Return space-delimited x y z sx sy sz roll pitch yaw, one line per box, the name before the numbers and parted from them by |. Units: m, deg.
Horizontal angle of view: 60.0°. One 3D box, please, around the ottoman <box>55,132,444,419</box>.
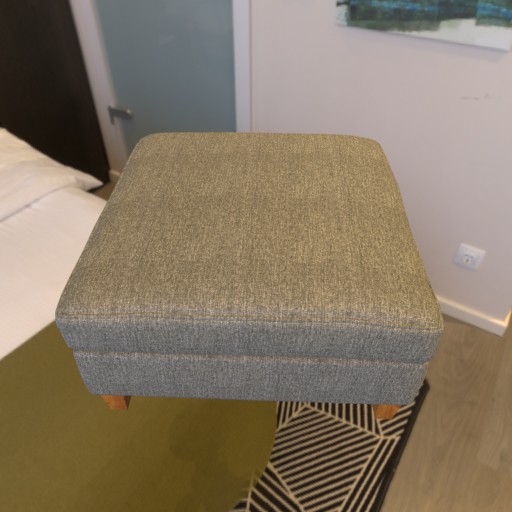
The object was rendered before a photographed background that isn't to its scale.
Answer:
ottoman | 0.000 0.000 1.329 0.838 0.481 0.838 1 42 2
